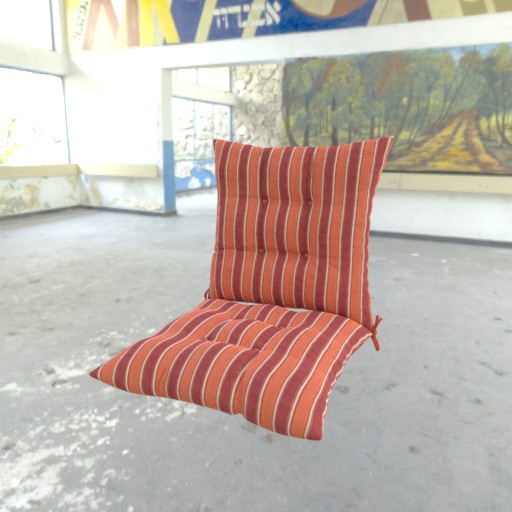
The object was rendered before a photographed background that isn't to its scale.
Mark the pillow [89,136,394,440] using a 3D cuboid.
[{"bbox_3d":[0.000,0.000,1.019,0.541,0.536,0.585,6,15,24],"label":"pillow"}]
